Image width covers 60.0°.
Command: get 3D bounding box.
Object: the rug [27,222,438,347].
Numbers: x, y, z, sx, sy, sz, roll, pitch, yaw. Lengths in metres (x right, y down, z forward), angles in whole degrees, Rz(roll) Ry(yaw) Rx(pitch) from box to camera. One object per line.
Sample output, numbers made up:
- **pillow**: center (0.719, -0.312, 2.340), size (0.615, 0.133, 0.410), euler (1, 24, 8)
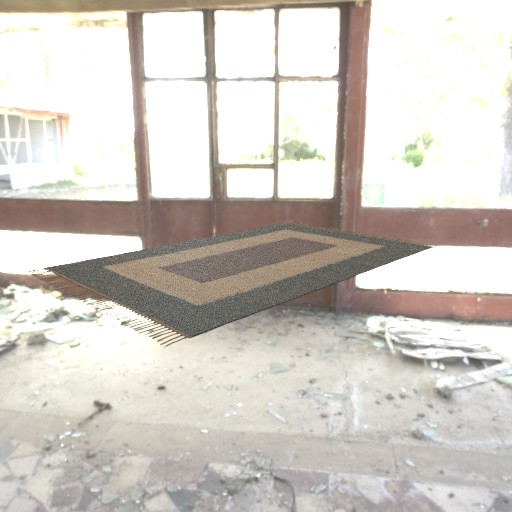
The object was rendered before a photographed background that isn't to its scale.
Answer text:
- **rug**: center (0.000, 0.000, 1.867), size (0.920, 0.013, 1.541), euler (13, 19, 43)
